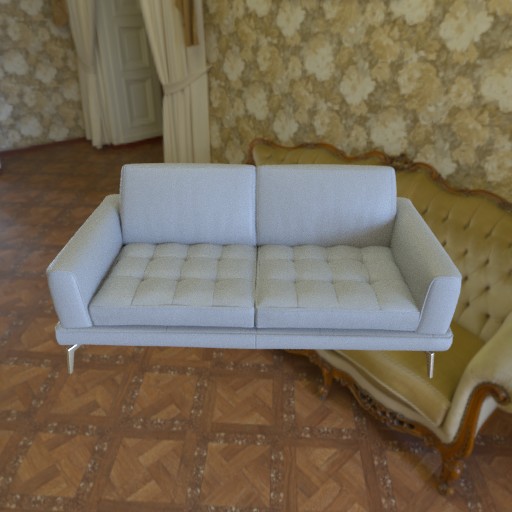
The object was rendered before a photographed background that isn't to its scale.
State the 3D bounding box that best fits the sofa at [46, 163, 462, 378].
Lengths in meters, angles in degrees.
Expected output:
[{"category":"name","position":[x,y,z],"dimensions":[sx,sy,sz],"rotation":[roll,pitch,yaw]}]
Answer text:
[{"category":"sofa","position":[0.000,0.000,2.731],"dimensions":[2.177,0.930,1.121],"rotation":[1,30,1]}]
